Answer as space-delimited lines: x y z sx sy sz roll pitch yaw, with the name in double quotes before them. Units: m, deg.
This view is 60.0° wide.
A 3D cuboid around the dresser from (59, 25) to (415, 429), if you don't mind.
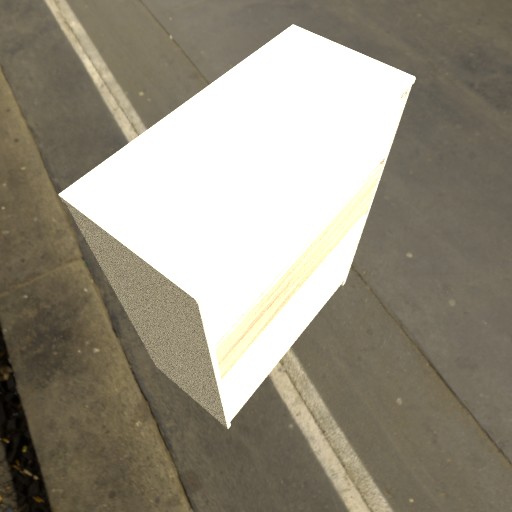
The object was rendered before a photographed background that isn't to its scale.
"dresser" 0.000 0.000 1.435 0.380 1.040 0.800 34 63 20
